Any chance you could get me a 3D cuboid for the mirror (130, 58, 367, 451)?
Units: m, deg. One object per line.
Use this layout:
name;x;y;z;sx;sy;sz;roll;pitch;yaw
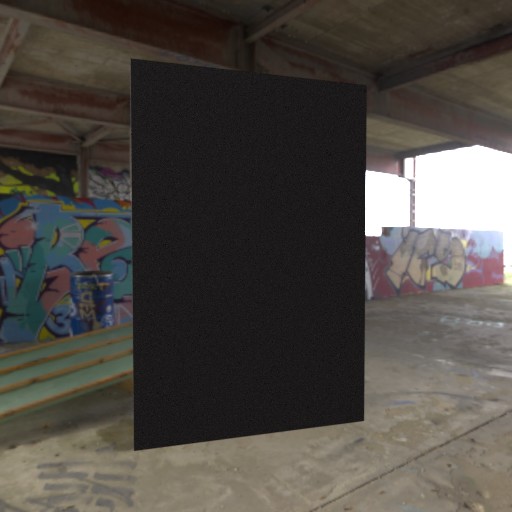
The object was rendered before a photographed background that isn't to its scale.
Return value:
mirror;0.000;0.000;1.137;0.613;0.914;0.039;-1;2;-17
